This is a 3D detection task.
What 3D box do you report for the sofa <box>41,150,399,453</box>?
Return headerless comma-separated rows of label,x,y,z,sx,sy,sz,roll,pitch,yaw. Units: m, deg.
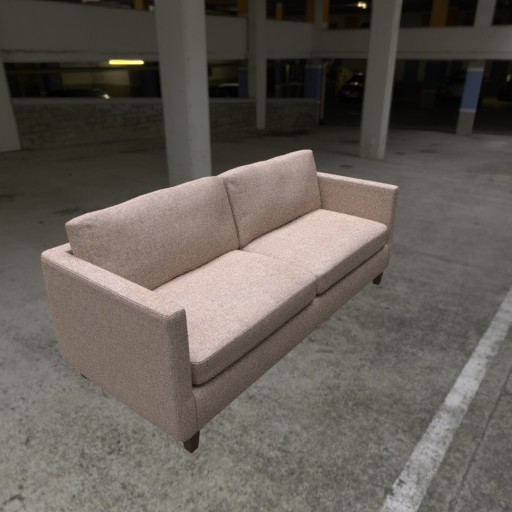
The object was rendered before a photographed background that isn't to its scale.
sofa,0.000,0.000,2.739,0.951,0.965,2.208,18,30,34
